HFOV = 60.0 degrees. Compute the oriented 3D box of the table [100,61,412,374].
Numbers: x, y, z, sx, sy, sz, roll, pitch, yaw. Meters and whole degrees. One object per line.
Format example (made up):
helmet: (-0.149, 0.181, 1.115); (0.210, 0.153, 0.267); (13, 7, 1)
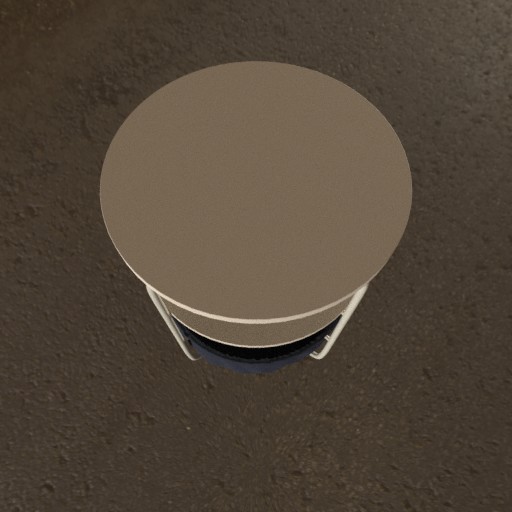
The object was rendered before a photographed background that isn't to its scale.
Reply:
table: (0.000, 0.000, 0.840); (0.418, 0.532, 0.418); (0, 64, 0)
